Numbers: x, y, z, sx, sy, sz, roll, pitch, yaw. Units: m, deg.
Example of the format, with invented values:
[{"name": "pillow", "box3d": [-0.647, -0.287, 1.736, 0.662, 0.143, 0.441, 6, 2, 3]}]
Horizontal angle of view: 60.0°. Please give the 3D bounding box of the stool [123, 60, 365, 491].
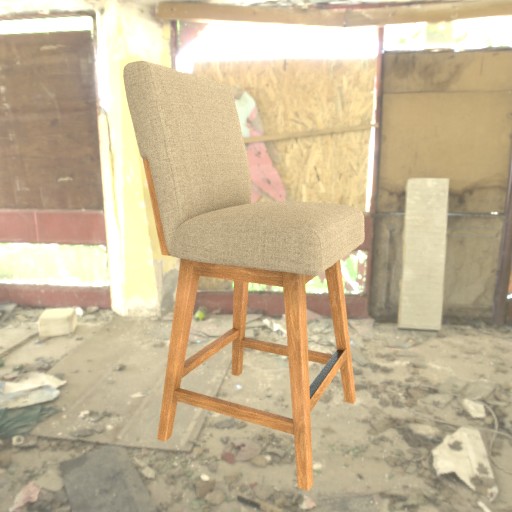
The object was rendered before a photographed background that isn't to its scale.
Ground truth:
[{"name": "stool", "box3d": [0.000, 0.000, 1.257, 0.526, 1.010, 0.459, 6, 14, 26]}]
